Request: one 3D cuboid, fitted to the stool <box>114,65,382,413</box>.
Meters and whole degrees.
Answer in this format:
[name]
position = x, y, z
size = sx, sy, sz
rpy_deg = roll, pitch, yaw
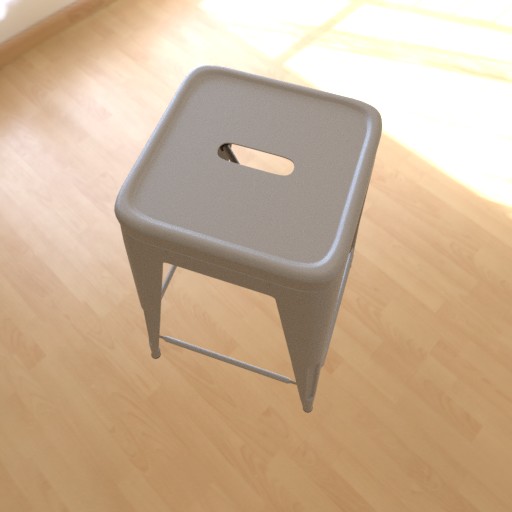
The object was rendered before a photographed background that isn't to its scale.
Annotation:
[stool]
position = 0.000, 0.000, 0.873
size = 0.410, 0.608, 0.410
rpy_deg = 17, 65, 8
